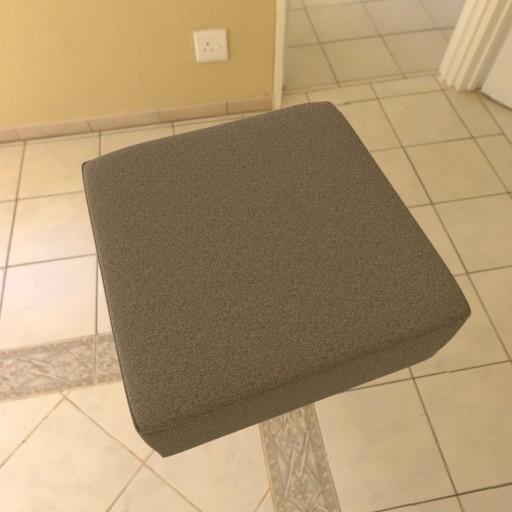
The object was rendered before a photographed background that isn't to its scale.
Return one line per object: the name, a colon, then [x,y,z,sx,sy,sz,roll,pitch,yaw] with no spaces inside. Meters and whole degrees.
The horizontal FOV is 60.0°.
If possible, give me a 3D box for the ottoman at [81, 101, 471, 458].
ottoman: [0.000,0.000,1.580,1.005,0.464,1.015,-17,60,-10]
